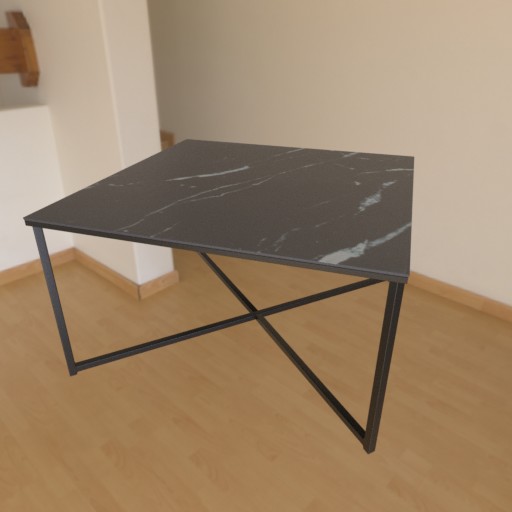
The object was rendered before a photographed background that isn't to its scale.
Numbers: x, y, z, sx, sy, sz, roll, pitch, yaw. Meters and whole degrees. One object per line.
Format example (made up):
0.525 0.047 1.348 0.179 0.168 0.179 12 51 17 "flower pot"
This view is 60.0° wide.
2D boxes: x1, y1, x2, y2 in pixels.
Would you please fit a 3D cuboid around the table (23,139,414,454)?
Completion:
0.000 0.000 1.288 0.800 0.450 0.800 9 28 16 "table"
